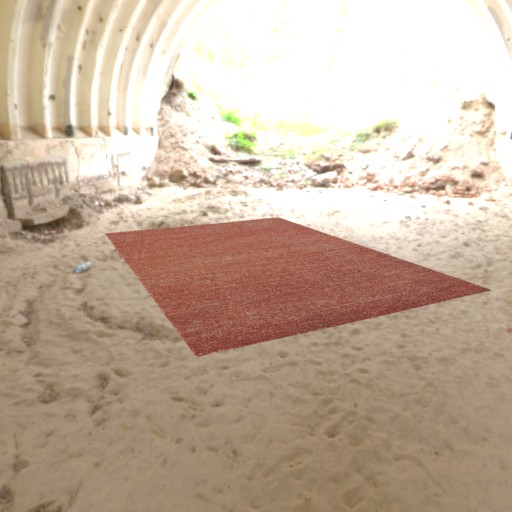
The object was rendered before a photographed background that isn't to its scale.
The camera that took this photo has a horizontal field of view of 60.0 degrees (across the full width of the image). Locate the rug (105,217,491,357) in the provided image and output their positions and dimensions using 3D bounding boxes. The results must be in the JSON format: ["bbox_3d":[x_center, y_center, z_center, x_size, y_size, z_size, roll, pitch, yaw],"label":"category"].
[{"bbox_3d":[0.000,0.000,5.133,2.803,0.025,3.965,-8,17,-25],"label":"rug"}]
